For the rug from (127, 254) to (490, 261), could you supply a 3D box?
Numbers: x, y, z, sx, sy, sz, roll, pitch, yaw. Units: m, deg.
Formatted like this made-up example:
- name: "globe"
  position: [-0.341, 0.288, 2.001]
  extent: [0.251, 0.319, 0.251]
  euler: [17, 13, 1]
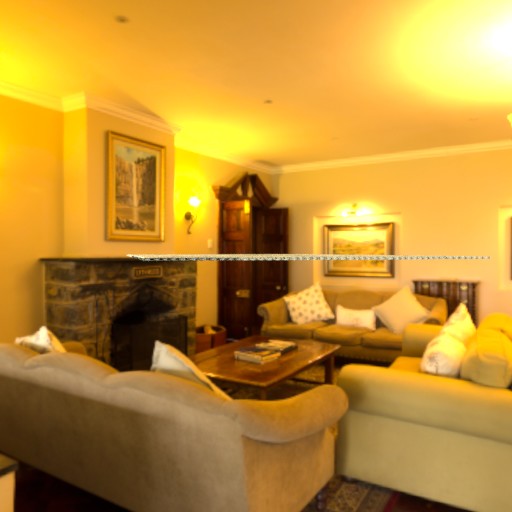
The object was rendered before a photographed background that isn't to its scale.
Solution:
- name: "rug"
  position: [0.000, 0.000, 2.955]
  extent: [1.600, 0.013, 2.312]
  euler: [0, 1, -18]
